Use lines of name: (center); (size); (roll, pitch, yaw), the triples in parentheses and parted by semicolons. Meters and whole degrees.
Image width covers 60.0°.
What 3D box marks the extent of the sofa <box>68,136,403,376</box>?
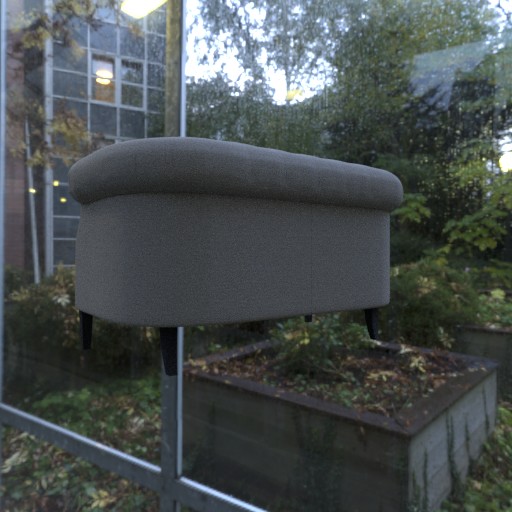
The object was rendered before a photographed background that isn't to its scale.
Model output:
sofa: (0.000, 0.000, 2.073); (1.558, 0.827, 0.835); (0, 0, -36)
